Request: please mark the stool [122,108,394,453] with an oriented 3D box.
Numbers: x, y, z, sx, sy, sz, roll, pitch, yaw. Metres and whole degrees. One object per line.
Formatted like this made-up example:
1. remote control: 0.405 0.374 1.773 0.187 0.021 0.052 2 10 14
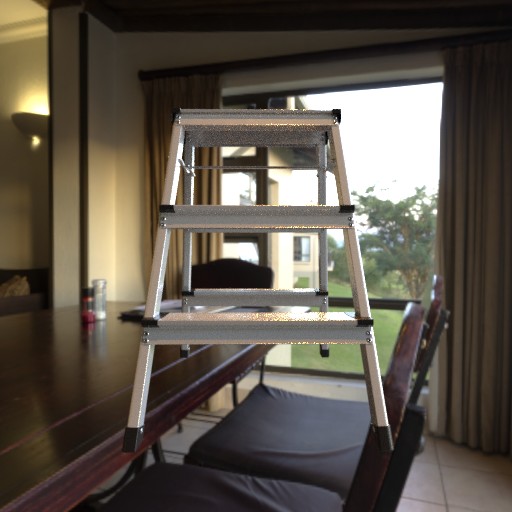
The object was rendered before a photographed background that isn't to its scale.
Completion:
1. stool: 0.000 0.000 1.005 0.437 0.605 0.622 0 2 -1
